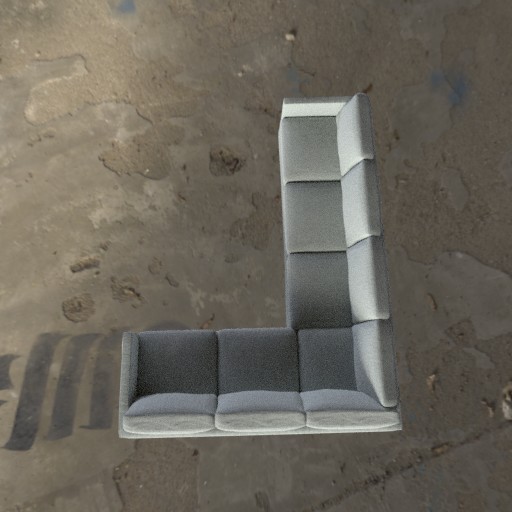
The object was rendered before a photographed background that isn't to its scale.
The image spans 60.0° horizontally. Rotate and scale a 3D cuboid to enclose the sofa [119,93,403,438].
[{"bbox_3d":[0.000,0.000,4.469,2.522,0.934,3.333,-1,76,0],"label":"sofa"}]
